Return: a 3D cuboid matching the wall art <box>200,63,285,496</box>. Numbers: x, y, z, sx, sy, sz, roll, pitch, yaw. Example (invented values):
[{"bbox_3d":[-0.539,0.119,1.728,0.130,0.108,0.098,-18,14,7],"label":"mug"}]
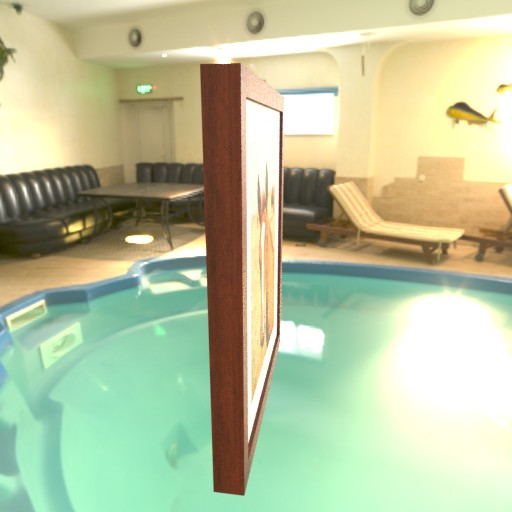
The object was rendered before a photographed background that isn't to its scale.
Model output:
[{"bbox_3d":[0.000,0.000,0.529,0.030,0.381,0.330,2,16,9],"label":"wall art"}]
